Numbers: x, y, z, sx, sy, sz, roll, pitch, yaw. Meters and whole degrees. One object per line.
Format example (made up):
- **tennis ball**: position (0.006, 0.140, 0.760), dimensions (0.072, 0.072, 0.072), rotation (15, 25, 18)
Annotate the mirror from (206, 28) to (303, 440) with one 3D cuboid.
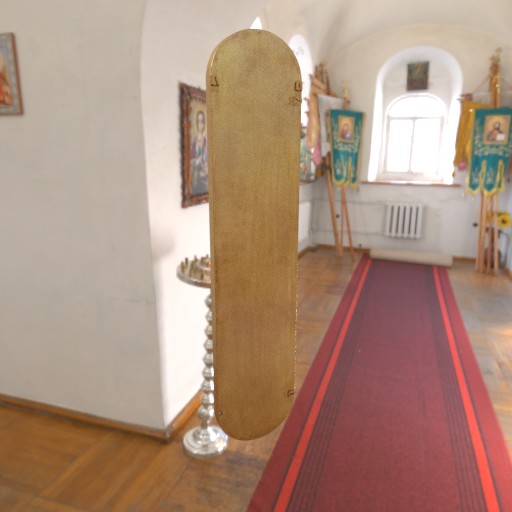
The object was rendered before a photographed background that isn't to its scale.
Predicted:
- **mirror**: position (0.000, 0.000, 1.063), dimensions (0.222, 0.991, 0.032), rotation (-7, 16, -26)
